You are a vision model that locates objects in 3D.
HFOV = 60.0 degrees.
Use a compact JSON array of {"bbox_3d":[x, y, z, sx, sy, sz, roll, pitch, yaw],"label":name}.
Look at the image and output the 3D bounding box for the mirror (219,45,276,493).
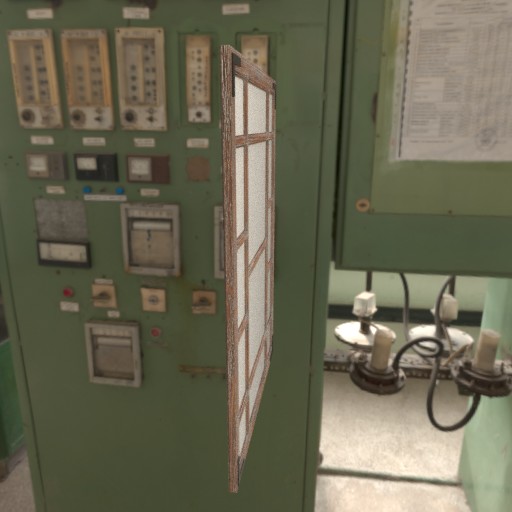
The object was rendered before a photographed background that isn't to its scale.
[{"bbox_3d":[0.000,0.000,1.271,0.025,0.996,0.705,3,17,9],"label":"mirror"}]
